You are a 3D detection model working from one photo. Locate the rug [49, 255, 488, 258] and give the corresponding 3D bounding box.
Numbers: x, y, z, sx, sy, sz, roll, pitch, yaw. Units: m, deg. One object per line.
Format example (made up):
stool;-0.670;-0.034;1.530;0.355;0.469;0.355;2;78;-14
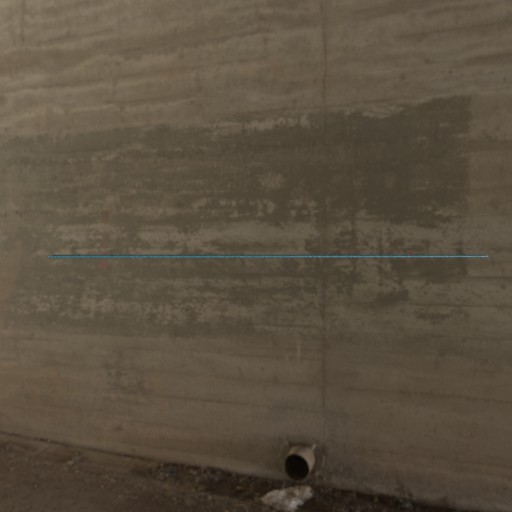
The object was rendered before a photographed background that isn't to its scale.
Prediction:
rug;0.000;0.000;2.301;1.833;0.012;1.211;0;0;-19
